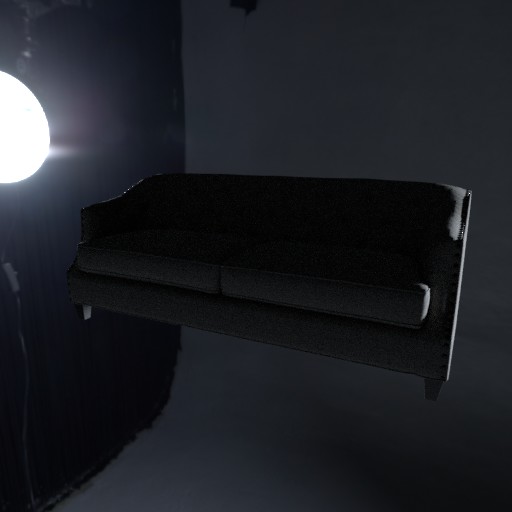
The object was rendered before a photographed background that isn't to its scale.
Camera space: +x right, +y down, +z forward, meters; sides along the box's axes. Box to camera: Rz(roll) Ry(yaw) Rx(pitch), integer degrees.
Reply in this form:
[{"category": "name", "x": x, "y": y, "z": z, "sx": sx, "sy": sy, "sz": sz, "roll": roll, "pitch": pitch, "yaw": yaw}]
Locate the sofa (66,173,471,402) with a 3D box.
[{"category": "sofa", "x": 0.000, "y": 0.000, "z": 2.648, "sx": 2.235, "sy": 0.901, "sz": 0.914, "roll": 7, "pitch": 16, "yaw": 25}]
